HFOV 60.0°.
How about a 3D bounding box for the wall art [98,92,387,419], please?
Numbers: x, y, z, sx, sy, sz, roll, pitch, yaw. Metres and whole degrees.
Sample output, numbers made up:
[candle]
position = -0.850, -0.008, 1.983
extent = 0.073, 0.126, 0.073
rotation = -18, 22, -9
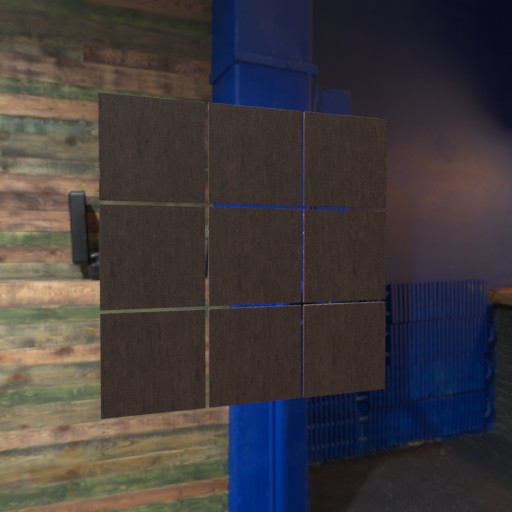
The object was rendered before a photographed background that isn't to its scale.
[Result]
[wall art]
position = 0.000, 0.000, 1.824
extent = 1.215, 1.213, 0.013
rotation = 0, 1, -17
